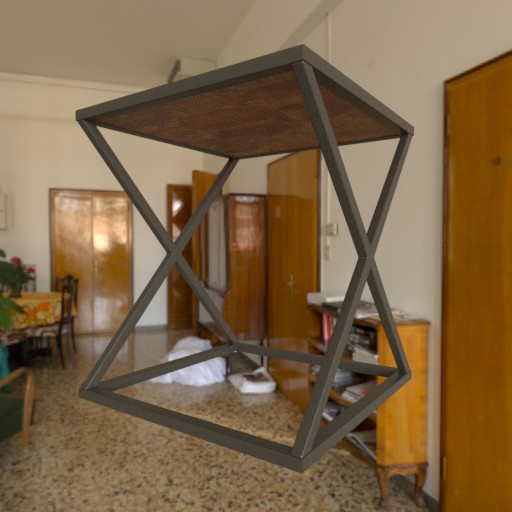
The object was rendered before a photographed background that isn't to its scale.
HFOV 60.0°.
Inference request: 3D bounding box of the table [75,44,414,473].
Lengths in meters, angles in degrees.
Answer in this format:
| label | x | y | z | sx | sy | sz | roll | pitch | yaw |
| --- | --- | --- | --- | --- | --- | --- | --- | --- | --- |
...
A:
| label | x | y | z | sx | sy | sz | roll | pitch | yaw |
| --- | --- | --- | --- | --- | --- | --- | --- | --- | --- |
| table | 0.000 | 0.000 | 0.922 | 0.500 | 0.565 | 0.500 | 1 | 2 | 35 |
